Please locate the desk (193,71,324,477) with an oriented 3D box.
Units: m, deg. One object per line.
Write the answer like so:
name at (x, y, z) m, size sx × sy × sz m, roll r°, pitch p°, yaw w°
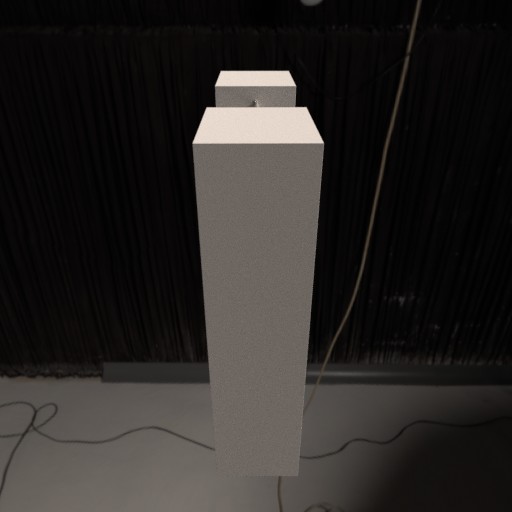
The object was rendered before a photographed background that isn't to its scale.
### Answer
desk at (0.000, 0.000, 2.890) m, size 0.480 × 2.000 × 1.770 m, roll 0°, pitch 31°, yaw 0°
